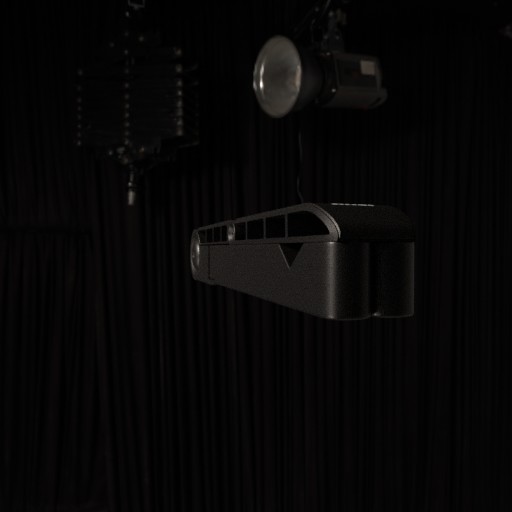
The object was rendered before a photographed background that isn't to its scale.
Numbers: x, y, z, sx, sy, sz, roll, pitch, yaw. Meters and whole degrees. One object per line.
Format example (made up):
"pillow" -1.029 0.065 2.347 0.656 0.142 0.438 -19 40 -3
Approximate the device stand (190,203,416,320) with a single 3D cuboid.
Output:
"device stand" 0.000 0.000 0.188 0.026 0.030 0.179 0 1 -19
